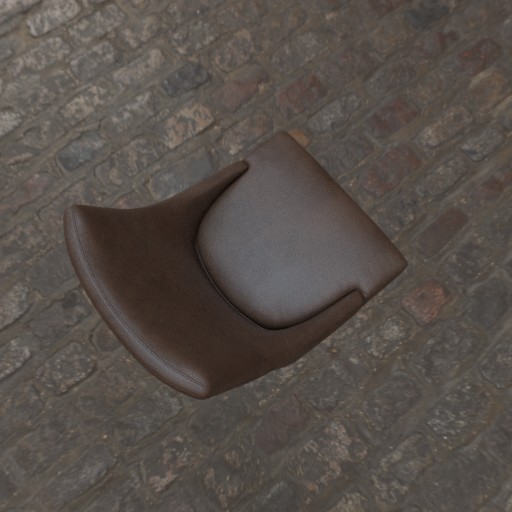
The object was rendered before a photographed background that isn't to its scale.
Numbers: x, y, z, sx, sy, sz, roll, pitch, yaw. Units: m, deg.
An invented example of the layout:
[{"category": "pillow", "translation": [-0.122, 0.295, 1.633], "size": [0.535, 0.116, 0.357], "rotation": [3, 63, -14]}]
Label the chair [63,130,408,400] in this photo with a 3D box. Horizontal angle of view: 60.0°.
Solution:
[{"category": "chair", "translation": [0.000, 0.000, 1.461], "size": [0.861, 0.909, 0.701], "rotation": [-38, 77, -10]}]
